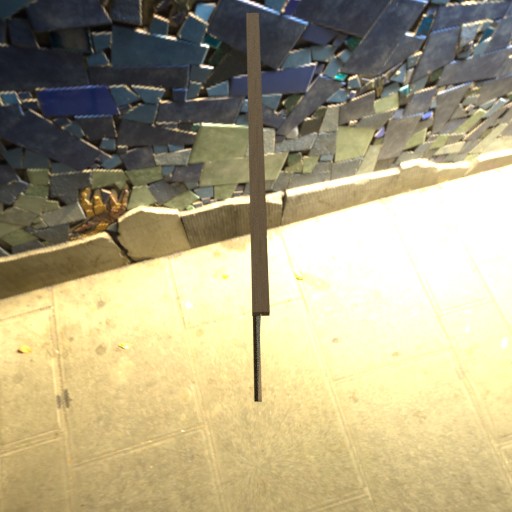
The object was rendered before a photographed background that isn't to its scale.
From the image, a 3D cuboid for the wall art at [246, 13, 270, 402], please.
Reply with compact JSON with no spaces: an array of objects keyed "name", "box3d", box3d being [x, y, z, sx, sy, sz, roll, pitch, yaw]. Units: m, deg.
[{"name":"wall art","box3d":[0.000,0.000,1.268,0.027,1.020,0.669,-1,65,-1]}]
